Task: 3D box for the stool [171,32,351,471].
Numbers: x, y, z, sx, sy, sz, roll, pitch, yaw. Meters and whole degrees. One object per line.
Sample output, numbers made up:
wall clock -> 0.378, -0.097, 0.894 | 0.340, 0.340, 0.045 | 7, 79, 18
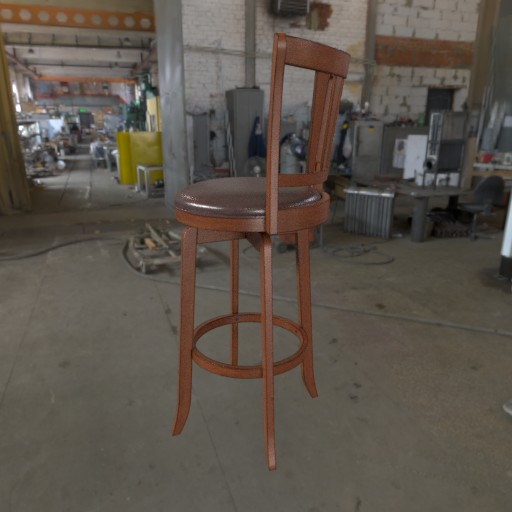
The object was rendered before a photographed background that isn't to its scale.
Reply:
stool -> 0.000, 0.000, 1.387 | 0.503, 1.177, 0.464 | 8, 19, 24
